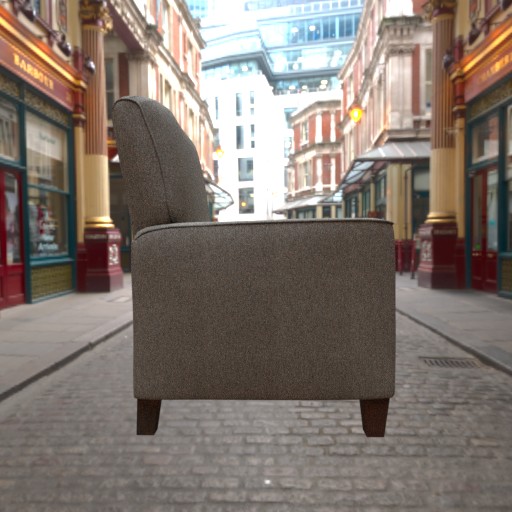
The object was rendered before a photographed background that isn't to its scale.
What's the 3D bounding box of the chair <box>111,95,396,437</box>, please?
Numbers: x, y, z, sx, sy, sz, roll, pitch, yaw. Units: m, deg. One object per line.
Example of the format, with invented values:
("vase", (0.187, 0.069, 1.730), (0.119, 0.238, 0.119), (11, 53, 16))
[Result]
("chair", (0.000, 0.000, 1.642), (0.858, 1.028, 0.841), (0, 1, 1))
